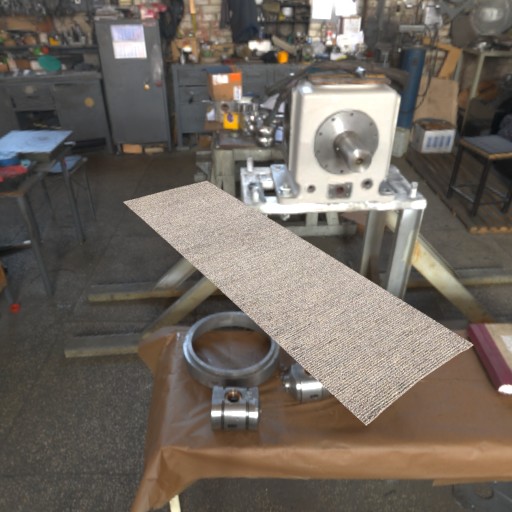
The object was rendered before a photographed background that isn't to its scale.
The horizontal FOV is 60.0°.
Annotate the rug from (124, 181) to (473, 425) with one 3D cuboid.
[{"bbox_3d":[0.000,0.000,2.569,0.697,0.013,2.335,-21,37,-30],"label":"rug"}]
